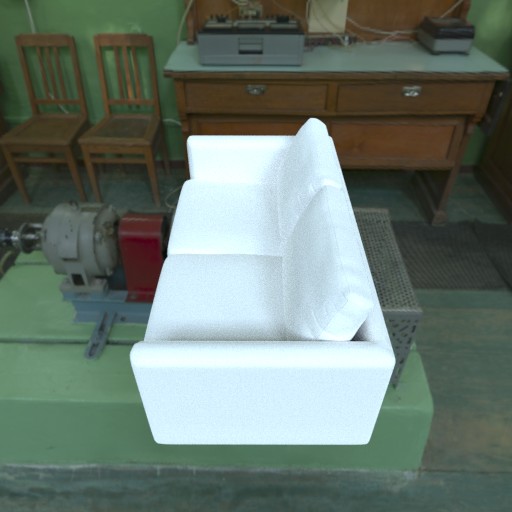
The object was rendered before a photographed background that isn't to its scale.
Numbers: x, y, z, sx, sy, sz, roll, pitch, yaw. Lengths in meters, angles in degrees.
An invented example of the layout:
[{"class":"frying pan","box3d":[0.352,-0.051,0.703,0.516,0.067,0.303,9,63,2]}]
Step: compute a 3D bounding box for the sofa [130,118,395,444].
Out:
[{"class":"sofa","box3d":[0.000,0.000,2.269,0.940,0.893,1.713,0,40,0]}]
